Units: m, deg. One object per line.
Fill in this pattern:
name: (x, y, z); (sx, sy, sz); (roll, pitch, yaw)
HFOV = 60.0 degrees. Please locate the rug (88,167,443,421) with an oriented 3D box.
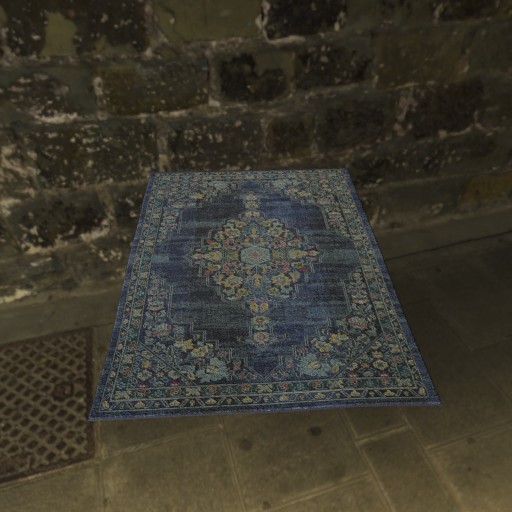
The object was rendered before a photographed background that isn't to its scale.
rug: (0.000, 0.000, 4.725); (2.716, 0.035, 3.612); (-2, 41, -2)
